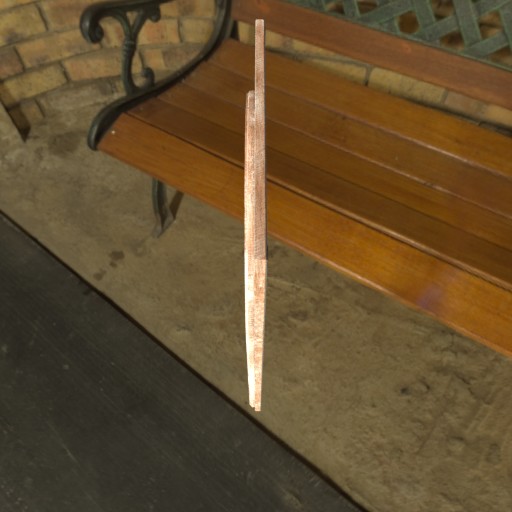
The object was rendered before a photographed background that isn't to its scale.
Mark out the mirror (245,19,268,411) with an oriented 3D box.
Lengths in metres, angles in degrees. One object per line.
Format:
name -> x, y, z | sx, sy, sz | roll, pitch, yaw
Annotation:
mirror -> 0.000, 0.000, 0.985 | 0.058, 0.787, 0.495 | 0, 58, 0
